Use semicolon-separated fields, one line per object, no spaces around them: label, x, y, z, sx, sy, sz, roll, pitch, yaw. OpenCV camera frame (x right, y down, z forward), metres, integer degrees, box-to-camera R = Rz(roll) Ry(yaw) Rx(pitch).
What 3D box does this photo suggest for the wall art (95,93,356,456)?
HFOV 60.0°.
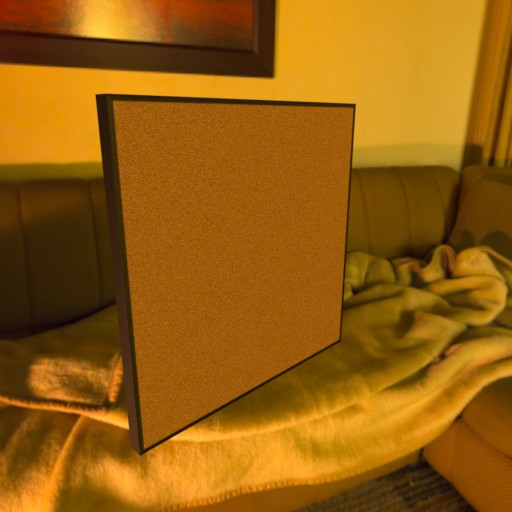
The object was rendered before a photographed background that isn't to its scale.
wall art;0.000;0.000;0.769;0.513;0.511;0.028;-16;23;-42
